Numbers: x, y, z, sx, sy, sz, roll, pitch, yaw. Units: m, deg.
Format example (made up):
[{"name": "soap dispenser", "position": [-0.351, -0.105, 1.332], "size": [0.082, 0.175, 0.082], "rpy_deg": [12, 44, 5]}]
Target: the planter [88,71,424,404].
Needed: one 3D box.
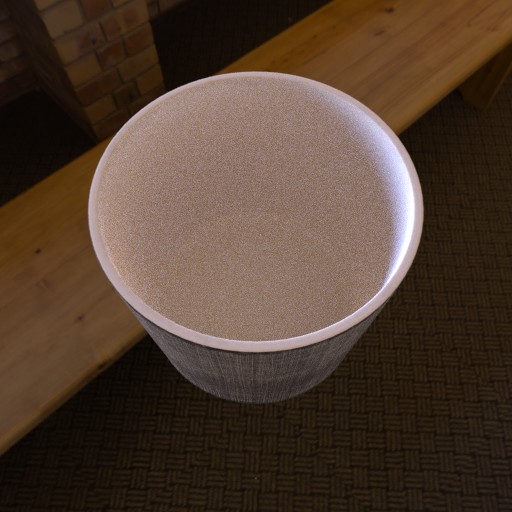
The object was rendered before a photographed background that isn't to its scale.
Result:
[{"name": "planter", "position": [0.000, 0.000, 0.385], "size": [0.221, 0.201, 0.221], "rpy_deg": [0, 63, 0]}]
